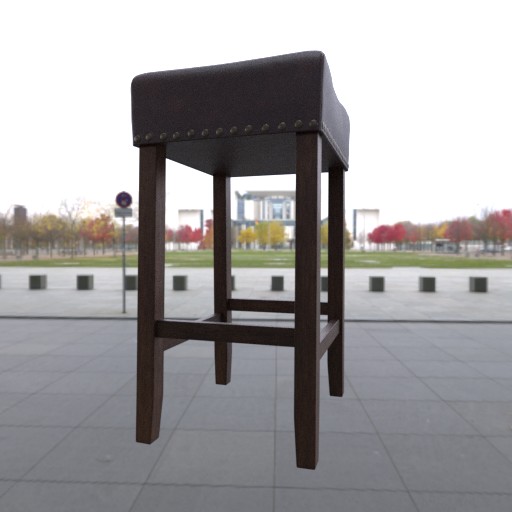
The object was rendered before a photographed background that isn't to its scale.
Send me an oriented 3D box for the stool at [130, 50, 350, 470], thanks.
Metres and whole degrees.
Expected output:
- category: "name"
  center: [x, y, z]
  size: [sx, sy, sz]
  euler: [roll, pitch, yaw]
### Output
- category: "stool"
  center: [0.000, 0.000, 1.067]
  size: [0.401, 0.769, 0.465]
  euler: [0, 1, 18]
